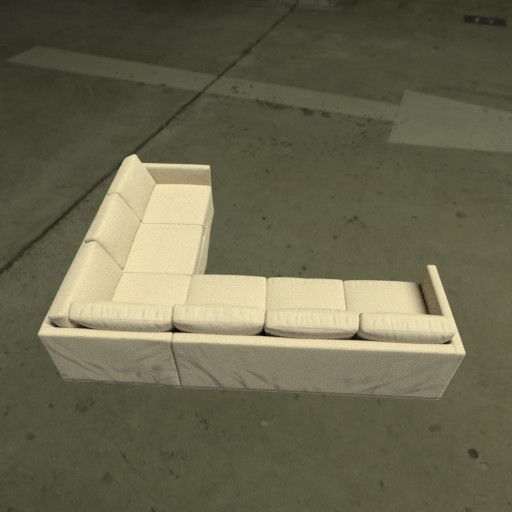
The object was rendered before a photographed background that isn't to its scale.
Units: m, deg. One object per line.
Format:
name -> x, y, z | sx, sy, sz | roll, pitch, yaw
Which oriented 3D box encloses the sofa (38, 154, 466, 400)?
sofa -> 0.000, 0.000, 4.297 | 3.182, 0.871, 2.432 | 2, 44, 2
